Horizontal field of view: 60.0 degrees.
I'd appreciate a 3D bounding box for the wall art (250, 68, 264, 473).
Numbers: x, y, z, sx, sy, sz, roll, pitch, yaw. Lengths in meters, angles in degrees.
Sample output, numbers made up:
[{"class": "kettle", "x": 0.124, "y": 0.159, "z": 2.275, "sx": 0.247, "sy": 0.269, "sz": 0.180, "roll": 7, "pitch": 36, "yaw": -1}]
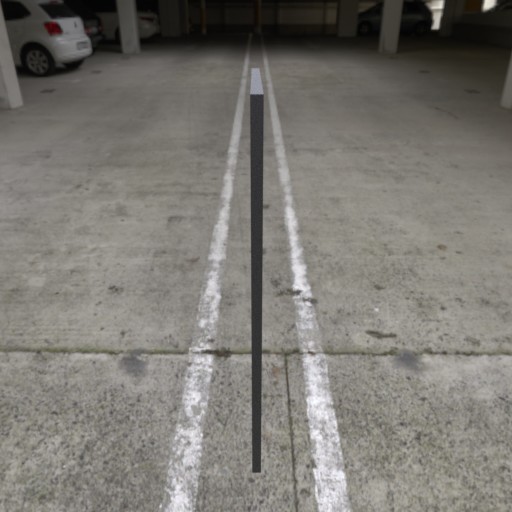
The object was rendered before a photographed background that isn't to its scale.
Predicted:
[{"class": "wall art", "x": 0.000, "y": 0.000, "z": 0.712, "sx": 0.013, "sy": 0.534, "sz": 0.380, "roll": 0, "pitch": 26, "yaw": 0}]
